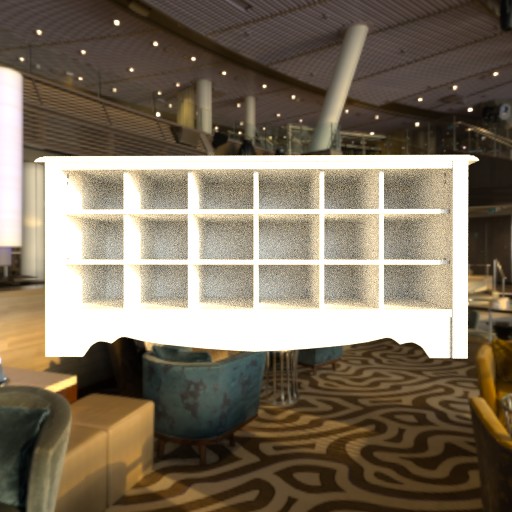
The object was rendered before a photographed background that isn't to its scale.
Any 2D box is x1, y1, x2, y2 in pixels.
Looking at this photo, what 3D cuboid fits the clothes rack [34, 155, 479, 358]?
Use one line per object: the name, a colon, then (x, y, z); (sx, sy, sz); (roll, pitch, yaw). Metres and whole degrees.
clothes rack: (0.000, 0.000, 1.418); (1.218, 0.558, 0.405); (0, 0, 1)
